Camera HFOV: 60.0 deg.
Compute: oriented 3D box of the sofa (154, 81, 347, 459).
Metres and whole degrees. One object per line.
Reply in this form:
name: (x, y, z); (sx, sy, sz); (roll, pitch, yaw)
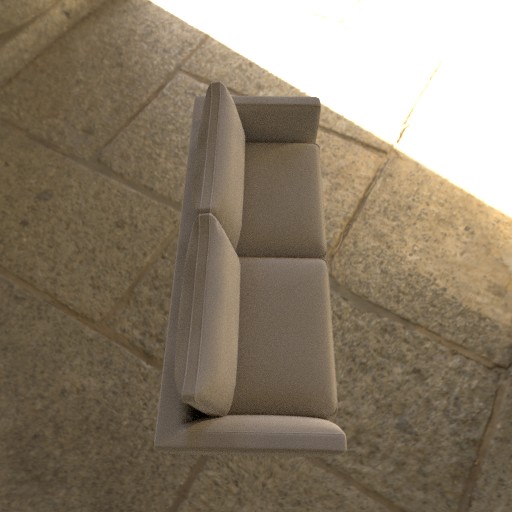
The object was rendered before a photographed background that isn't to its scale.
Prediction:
sofa: (0.000, 0.000, 2.672); (0.868, 1.005, 2.214); (1, 61, 0)
